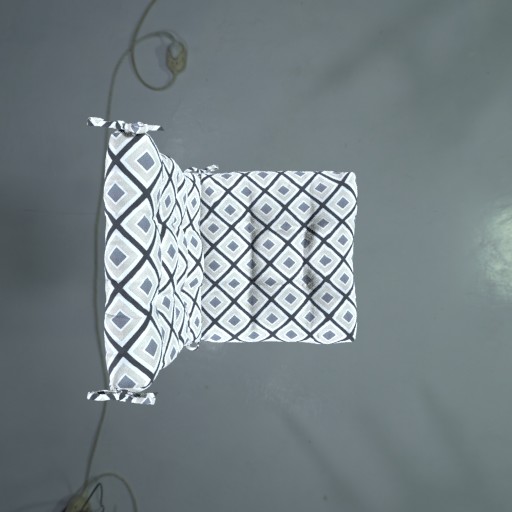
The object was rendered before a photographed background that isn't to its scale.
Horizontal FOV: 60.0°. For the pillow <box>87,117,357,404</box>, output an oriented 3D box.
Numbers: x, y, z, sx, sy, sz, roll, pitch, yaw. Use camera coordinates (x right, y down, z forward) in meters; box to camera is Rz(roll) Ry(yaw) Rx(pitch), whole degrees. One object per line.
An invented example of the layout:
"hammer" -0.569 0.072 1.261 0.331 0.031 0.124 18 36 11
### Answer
"pillow" 0.000 0.000 1.017 0.571 0.605 0.519 0 90 0
